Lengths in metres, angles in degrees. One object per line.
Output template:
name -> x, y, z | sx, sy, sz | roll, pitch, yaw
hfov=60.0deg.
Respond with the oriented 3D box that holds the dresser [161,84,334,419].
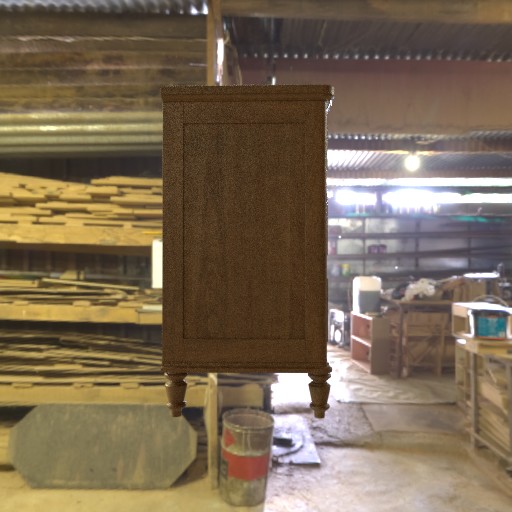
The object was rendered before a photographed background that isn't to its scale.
dresser -> 0.000, 0.000, 1.965 | 0.468, 0.892, 1.583 | 0, -1, 1
